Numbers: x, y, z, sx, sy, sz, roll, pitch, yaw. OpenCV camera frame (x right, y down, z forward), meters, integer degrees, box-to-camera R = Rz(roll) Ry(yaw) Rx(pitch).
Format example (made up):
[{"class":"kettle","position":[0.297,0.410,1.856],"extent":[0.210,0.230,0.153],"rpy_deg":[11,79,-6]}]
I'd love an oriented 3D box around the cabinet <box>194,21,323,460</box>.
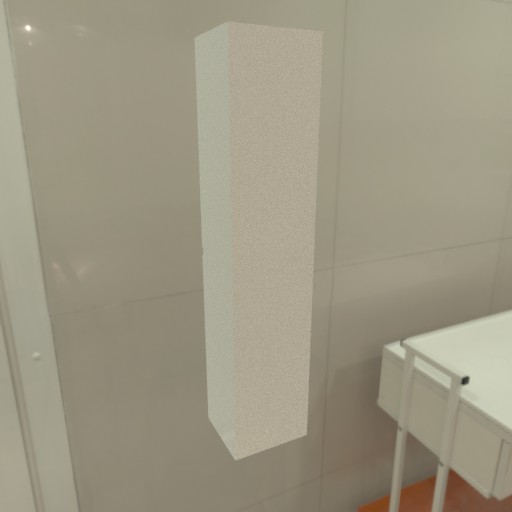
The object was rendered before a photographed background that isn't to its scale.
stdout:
[{"class":"cabinet","position":[0.000,0.000,1.546],"extent":[0.300,1.400,0.270],"rpy_deg":[-8,19,-25]}]
